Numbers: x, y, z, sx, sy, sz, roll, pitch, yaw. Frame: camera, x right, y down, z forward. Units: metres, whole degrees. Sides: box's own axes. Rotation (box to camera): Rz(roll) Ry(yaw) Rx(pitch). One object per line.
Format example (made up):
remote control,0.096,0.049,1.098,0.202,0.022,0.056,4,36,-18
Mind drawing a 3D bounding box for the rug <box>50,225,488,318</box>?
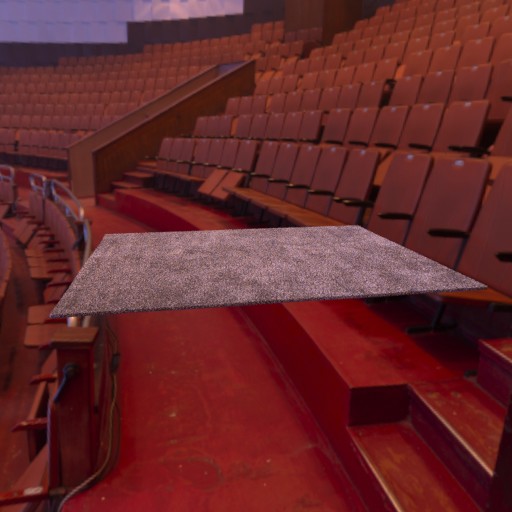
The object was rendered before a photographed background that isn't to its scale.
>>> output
rug,0.000,0.000,4.098,3.000,0.025,2.401,-3,15,-10
